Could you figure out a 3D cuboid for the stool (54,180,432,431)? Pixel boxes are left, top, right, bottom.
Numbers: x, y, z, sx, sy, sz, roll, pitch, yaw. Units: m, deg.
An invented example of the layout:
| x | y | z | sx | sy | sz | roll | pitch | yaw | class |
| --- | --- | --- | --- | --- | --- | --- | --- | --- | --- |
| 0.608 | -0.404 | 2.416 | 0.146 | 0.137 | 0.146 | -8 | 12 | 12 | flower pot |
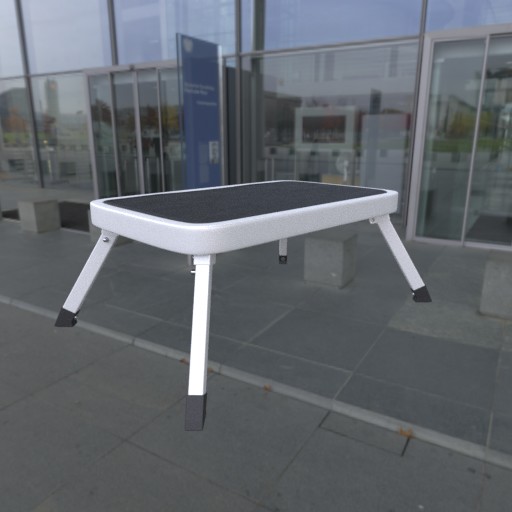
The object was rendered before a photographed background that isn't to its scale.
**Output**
| x | y | z | sx | sy | sz | roll | pitch | yaw | class |
| --- | --- | --- | --- | --- | --- | --- | --- | --- | --- |
| 0.000 | 0.000 | 0.619 | 0.460 | 0.170 | 0.320 | -14 | 21 | -42 | stool |
